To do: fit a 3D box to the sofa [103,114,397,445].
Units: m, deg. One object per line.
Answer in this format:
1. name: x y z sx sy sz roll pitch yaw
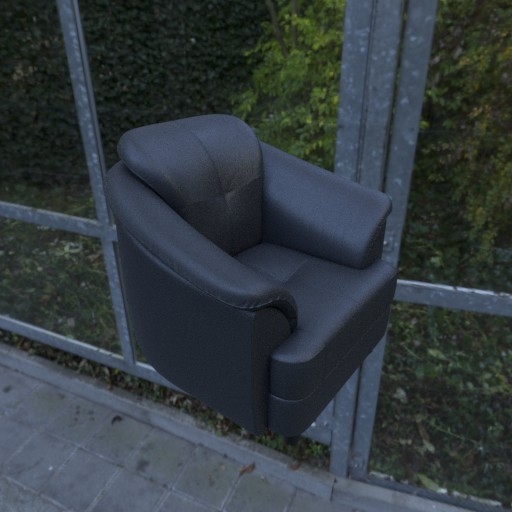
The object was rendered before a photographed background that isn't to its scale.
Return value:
1. sofa: 0.000 0.000 1.494 0.794 0.811 0.870 19 32 33
